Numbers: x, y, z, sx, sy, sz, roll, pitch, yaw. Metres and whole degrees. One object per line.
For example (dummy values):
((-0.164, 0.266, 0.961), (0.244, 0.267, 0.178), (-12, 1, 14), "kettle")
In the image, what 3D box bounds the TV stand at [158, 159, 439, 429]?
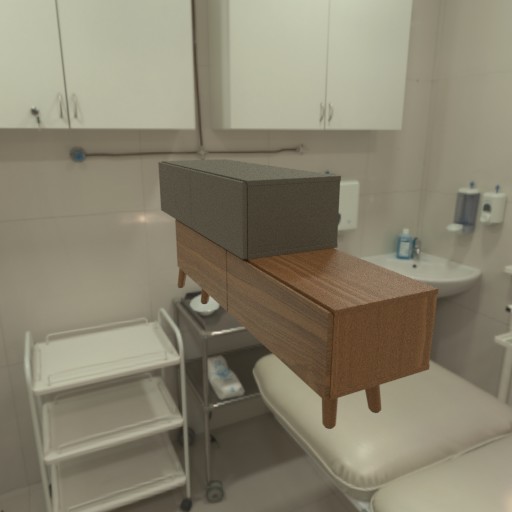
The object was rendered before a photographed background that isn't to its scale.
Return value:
((0.000, 0.000, 1.570), (0.329, 0.591, 1.336), (-8, 17, -25), "TV stand")
